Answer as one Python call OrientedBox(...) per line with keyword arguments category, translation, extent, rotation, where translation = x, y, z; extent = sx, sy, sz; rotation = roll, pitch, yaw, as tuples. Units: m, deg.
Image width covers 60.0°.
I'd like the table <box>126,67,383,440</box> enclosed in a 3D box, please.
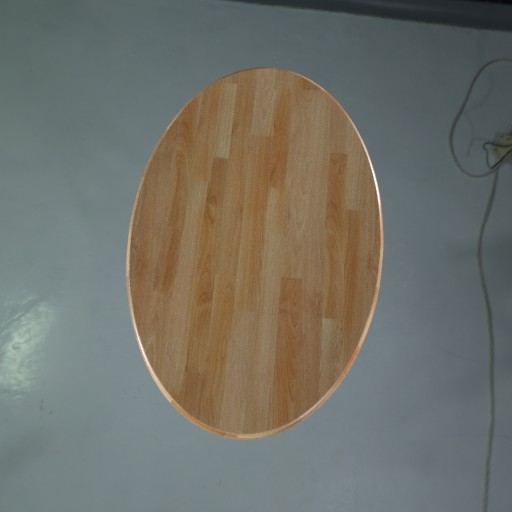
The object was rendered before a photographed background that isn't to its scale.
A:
OrientedBox(category="table", translation=(0.000, 0.000, 1.401), extent=(0.690, 0.490, 1.040), rotation=(5, 75, 1))
